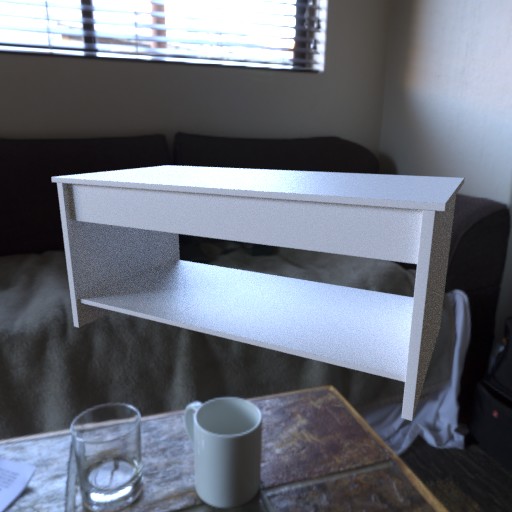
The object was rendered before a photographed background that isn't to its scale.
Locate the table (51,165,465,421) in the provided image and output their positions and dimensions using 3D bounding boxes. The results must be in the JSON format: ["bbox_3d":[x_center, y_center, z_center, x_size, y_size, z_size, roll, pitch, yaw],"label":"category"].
[{"bbox_3d":[0.000,0.000,1.257,1.000,0.441,0.500,8,18,27],"label":"table"}]
